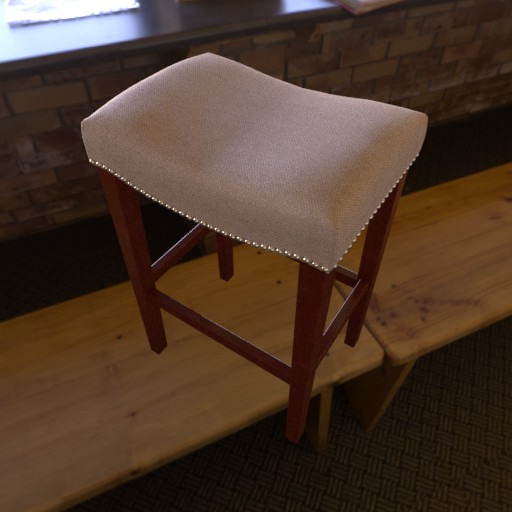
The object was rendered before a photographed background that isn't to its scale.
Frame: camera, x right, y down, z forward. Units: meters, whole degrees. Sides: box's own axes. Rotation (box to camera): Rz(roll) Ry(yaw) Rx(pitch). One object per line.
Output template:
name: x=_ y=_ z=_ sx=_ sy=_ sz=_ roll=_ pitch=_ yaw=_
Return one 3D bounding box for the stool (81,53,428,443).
stool: x=0.000 y=0.000 z=1.014 sx=0.504 sy=0.742 sz=0.372 roll=26 pitch=51 yaw=23
